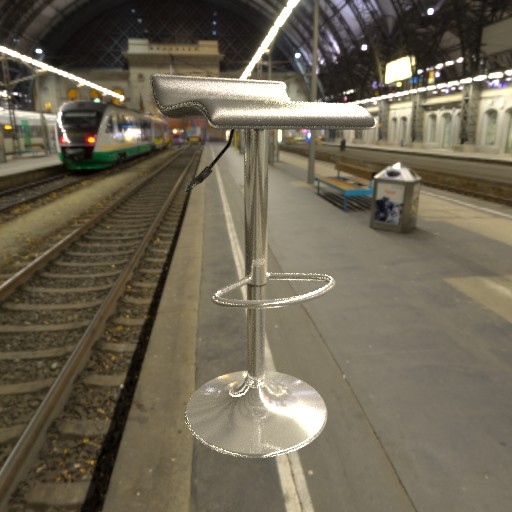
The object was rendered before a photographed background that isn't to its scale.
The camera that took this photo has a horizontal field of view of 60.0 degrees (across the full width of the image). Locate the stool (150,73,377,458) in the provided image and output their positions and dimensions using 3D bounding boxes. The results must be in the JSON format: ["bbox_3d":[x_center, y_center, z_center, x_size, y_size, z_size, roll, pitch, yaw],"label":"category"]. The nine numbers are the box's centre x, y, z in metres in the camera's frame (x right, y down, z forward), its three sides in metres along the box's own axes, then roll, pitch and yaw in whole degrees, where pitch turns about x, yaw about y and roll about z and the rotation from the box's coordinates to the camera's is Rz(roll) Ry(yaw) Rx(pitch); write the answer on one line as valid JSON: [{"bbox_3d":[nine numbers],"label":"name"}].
[{"bbox_3d":[0.000,0.000,1.081,0.381,0.851,0.381,-8,17,-26],"label":"stool"}]
